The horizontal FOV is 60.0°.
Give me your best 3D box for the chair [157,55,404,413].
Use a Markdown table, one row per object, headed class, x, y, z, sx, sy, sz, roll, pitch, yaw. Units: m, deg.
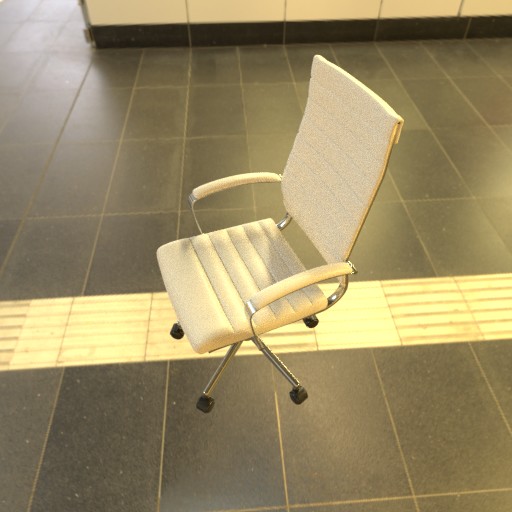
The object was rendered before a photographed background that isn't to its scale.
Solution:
| class | x | y | z | sx | sy | sz | roll | pitch | yaw |
| --- | --- | --- | --- | --- | --- | --- | --- | --- | --- |
| chair | 0.000 | 0.000 | 1.570 | 0.679 | 1.149 | 0.679 | -18 | 49 | -16 |
